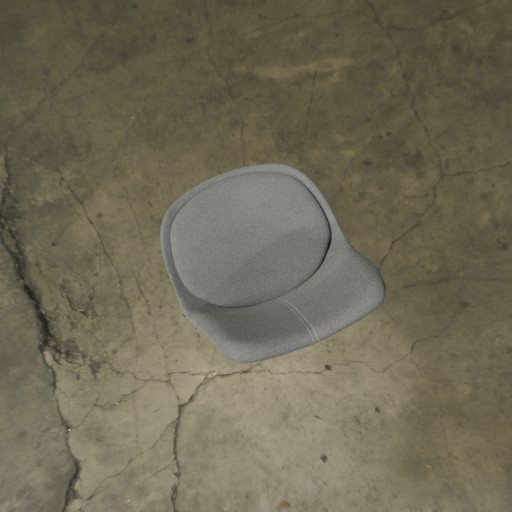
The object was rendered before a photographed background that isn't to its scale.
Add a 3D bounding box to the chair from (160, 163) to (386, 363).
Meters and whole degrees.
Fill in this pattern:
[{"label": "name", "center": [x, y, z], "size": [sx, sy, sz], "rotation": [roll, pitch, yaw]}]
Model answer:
[{"label": "chair", "center": [0.000, 0.000, 1.231], "size": [0.474, 0.863, 0.549], "rotation": [-22, 78, -5]}]
